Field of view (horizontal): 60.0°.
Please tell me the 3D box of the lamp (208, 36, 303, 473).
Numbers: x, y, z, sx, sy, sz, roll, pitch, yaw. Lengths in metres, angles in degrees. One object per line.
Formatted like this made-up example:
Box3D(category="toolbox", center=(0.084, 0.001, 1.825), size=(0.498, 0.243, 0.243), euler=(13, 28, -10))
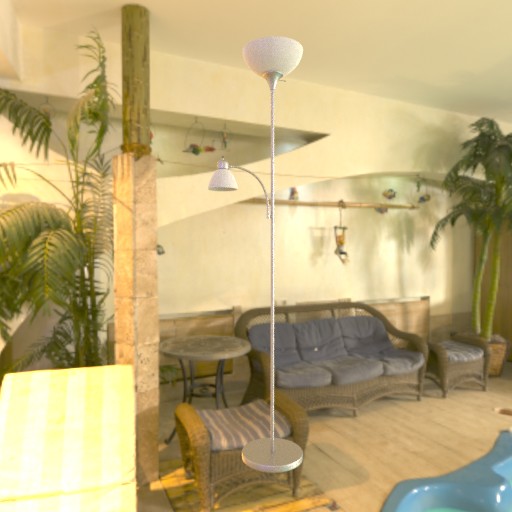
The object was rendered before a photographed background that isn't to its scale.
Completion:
Box3D(category="lamp", center=(0.000, 0.000, 1.944), size=(0.425, 1.804, 0.279), euler=(0, 1, -18))
